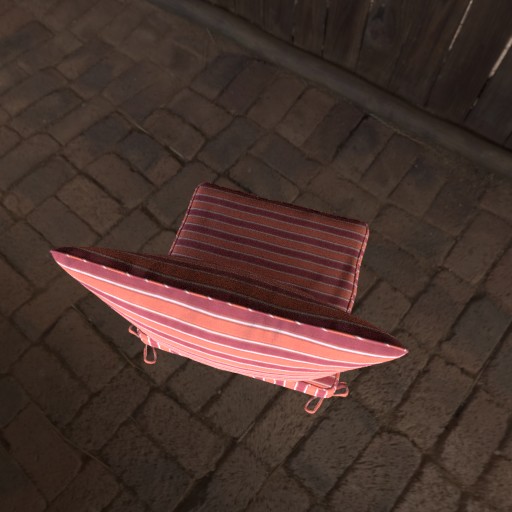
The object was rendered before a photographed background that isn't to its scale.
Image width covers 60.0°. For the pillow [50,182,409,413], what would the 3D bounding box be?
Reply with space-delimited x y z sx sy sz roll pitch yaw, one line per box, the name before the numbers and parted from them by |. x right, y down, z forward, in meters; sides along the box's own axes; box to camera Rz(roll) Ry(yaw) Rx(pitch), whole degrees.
pillow | 0.000 0.000 1.358 0.799 0.723 0.733 15 65 7
